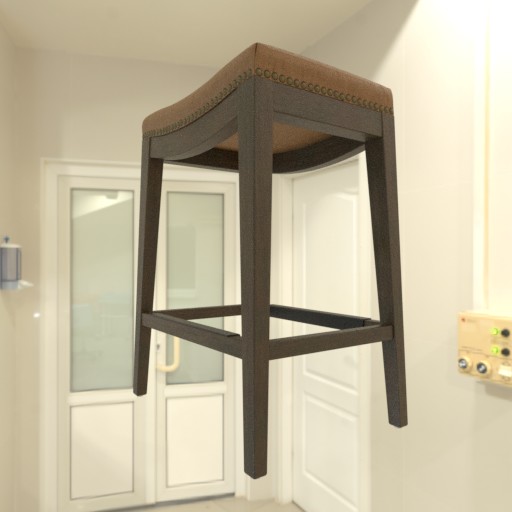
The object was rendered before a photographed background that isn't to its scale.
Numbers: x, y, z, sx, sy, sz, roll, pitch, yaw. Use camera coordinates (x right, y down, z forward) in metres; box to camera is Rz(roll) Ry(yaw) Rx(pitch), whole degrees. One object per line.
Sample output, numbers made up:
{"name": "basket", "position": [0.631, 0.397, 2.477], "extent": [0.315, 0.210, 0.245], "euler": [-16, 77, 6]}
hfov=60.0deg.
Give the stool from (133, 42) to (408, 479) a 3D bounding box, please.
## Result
{"name": "stool", "position": [0.000, 0.000, 0.950], "extent": [0.361, 0.660, 0.500], "euler": [0, 0, -35]}
